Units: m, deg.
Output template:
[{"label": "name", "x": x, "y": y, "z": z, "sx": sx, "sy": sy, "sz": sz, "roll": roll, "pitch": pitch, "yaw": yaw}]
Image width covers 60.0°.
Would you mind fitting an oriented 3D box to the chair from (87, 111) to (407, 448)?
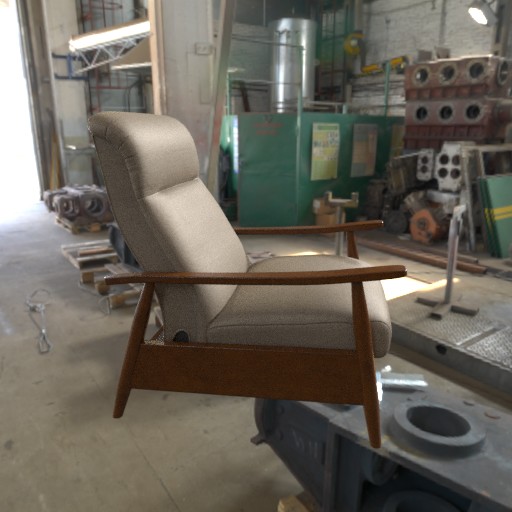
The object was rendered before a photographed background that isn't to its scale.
[{"label": "chair", "x": 0.000, "y": 0.000, "z": 1.756, "sx": 1.032, "sy": 1.082, "sz": 0.762, "roll": 3, "pitch": 16, "yaw": 9}]
